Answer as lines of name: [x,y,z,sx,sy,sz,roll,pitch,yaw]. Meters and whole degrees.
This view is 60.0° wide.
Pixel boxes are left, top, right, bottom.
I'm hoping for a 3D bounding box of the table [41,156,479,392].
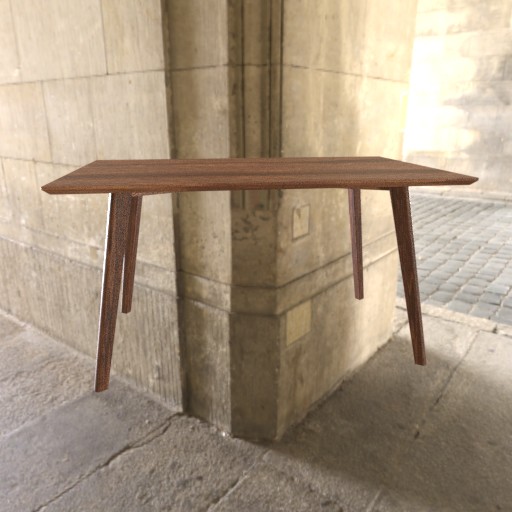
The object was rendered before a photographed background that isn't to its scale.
table: [0.000,0.000,1.835,1.349,0.724,0.801,-2,18,-8]
